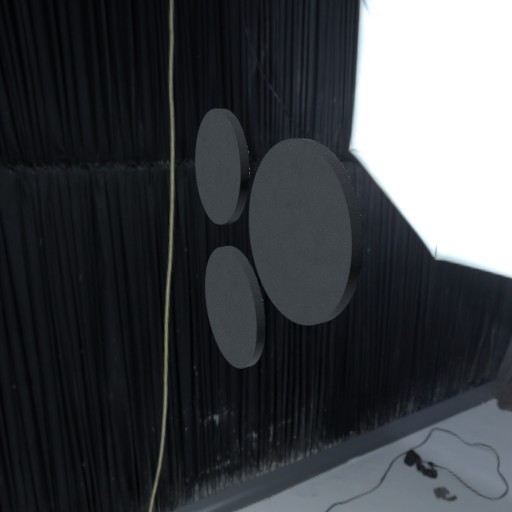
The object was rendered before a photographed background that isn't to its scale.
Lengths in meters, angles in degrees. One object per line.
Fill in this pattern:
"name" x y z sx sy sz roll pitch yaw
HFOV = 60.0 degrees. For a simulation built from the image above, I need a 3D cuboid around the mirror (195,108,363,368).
"mirror" 0.000 0.000 3.217 0.076 2.096 2.160 -8 17 -27
